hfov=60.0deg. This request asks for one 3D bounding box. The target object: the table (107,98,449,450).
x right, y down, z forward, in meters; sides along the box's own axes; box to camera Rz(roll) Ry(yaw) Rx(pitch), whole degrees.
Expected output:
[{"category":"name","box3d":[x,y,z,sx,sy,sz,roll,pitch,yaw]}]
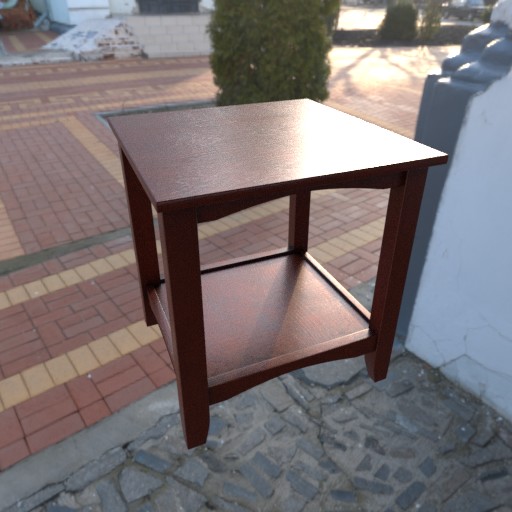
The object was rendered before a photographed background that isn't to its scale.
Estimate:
[{"category":"table","box3d":[0.000,0.000,1.010,0.523,0.558,0.522,-11,33,-18]}]
